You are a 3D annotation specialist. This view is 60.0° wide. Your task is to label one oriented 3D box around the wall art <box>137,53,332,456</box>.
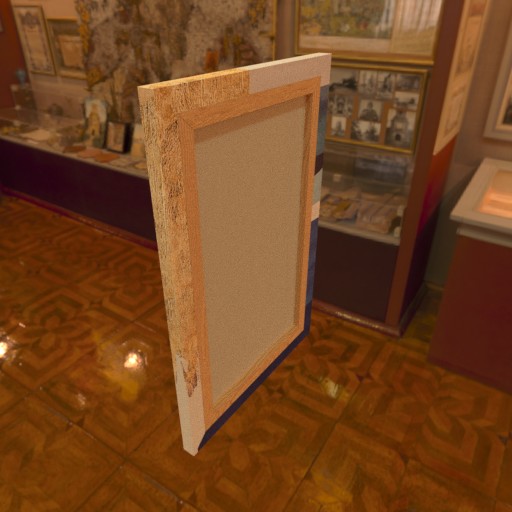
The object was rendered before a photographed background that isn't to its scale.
[{"bbox_3d":[0.000,0.000,1.150,0.039,0.911,0.607,20,36,30],"label":"wall art"}]
